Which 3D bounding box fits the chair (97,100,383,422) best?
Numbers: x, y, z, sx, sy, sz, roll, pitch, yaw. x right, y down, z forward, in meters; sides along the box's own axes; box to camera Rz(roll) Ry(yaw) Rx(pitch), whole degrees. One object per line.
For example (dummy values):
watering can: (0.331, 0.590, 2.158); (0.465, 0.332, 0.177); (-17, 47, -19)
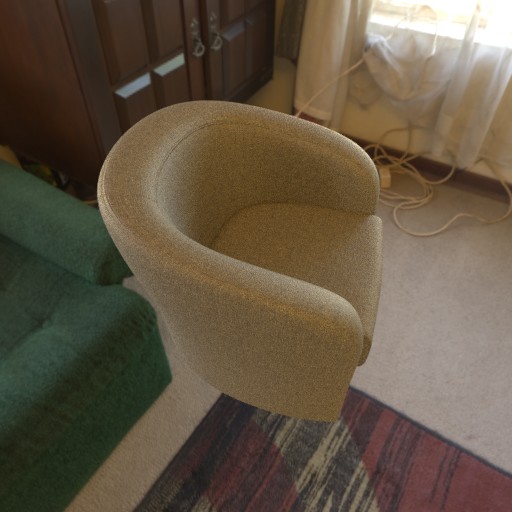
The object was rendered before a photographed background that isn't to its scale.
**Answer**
chair: (0.000, 0.000, 1.454); (0.815, 0.771, 0.791); (11, 47, 10)
